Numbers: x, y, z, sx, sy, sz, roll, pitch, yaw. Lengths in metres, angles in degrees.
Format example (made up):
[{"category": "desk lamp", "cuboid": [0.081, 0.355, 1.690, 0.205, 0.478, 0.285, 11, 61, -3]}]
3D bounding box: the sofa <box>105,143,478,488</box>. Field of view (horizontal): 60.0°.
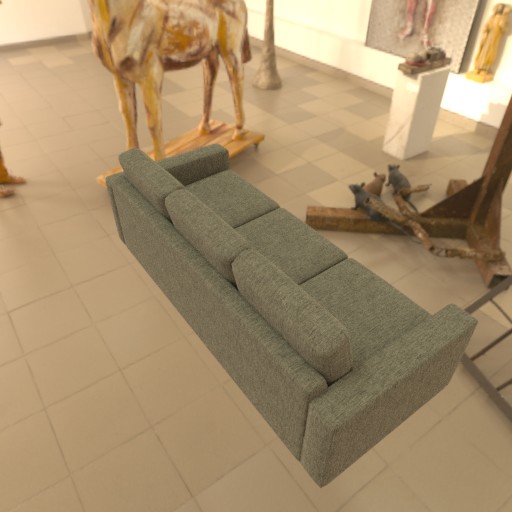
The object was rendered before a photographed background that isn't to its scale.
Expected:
[{"category": "sofa", "cuboid": [0.000, 0.000, 2.509, 0.900, 0.800, 2.160, -25, 46, -27]}]
